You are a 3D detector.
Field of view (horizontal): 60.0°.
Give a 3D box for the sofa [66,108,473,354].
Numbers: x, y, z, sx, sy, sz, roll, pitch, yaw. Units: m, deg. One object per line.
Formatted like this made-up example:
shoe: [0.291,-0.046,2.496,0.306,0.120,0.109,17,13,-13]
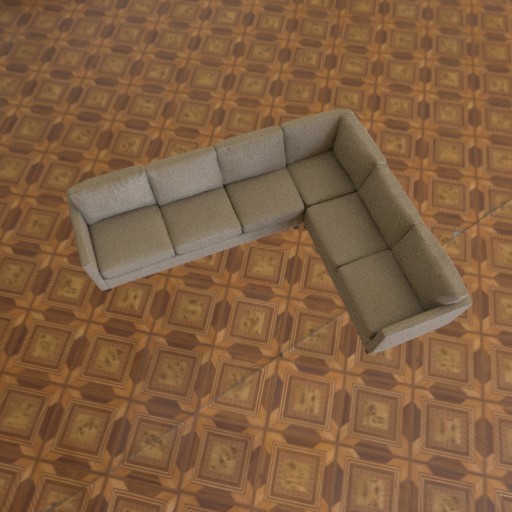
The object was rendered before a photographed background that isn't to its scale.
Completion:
sofa: [0.000,0.000,4.508,3.302,0.947,2.593,-19,65,-9]
